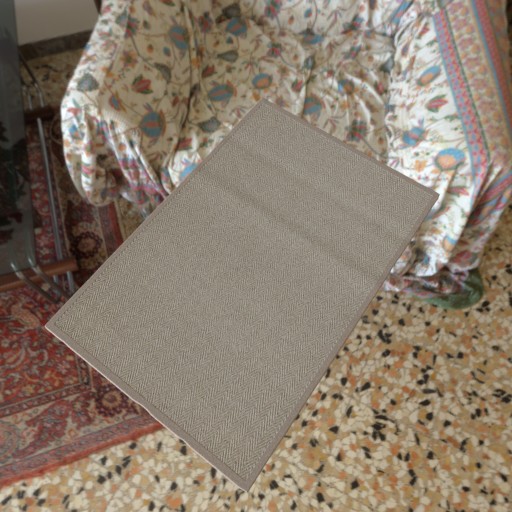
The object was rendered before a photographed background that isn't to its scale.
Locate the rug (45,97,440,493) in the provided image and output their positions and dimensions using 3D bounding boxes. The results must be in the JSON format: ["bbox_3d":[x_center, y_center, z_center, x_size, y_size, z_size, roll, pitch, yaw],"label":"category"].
[{"bbox_3d":[0.000,0.000,2.907,1.540,0.021,2.290,33,69,14],"label":"rug"}]
